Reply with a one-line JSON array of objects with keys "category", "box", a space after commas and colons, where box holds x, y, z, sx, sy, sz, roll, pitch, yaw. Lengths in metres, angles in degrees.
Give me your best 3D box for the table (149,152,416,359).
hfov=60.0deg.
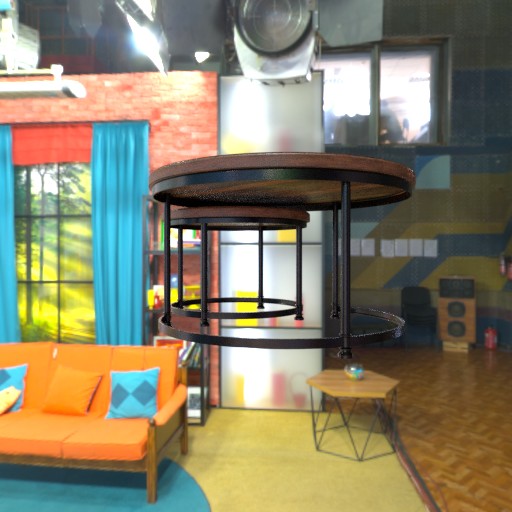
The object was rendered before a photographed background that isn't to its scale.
[{"category": "table", "box": [0.000, 0.000, 1.627, 0.870, 0.516, 1.152, 0, 0, -35]}]
